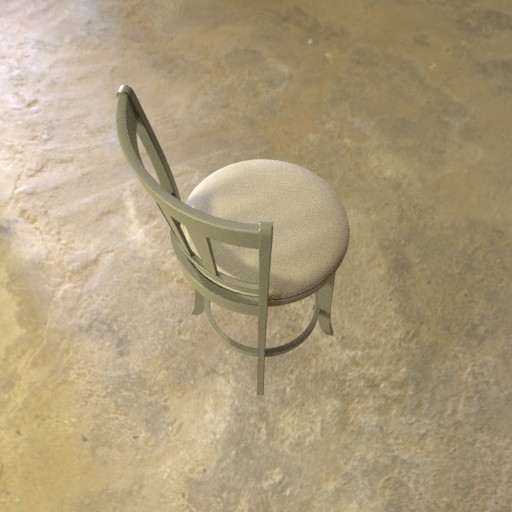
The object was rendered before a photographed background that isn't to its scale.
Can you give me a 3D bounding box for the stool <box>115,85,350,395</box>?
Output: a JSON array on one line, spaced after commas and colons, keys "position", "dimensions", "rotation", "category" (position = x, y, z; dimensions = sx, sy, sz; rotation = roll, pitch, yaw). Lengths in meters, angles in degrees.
[{"position": [0.000, 0.000, 1.225], "dimensions": [0.486, 0.994, 0.450], "rotation": [-35, 64, -20], "category": "stool"}]
